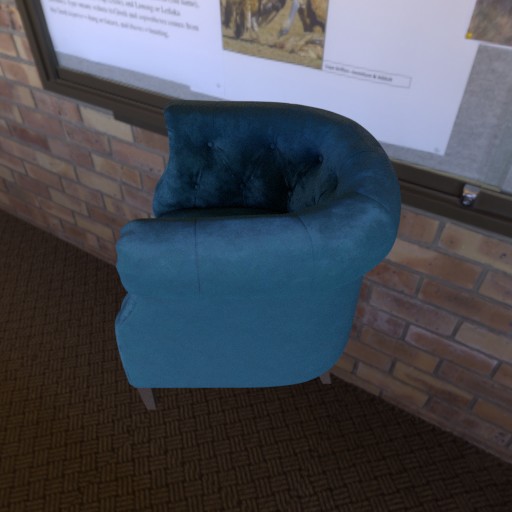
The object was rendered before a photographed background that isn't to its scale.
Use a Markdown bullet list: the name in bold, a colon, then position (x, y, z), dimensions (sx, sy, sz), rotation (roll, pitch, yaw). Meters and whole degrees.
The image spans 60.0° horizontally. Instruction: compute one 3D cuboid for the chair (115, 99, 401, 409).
- **chair**: position (0.000, 0.000, 1.572), dimensions (0.851, 0.826, 0.904), rotation (0, 42, 0)
